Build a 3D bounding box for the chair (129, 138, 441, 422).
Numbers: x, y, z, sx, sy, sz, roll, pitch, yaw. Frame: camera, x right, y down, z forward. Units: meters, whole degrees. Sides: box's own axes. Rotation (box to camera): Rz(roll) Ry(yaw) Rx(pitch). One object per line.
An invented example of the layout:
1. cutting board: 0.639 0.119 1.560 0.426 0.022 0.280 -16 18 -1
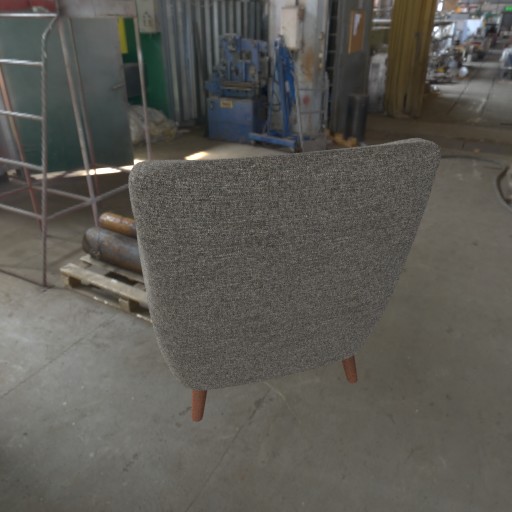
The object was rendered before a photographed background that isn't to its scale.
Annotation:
1. chair: 0.000 0.000 1.732 0.889 1.039 0.940 -9 29 -15
